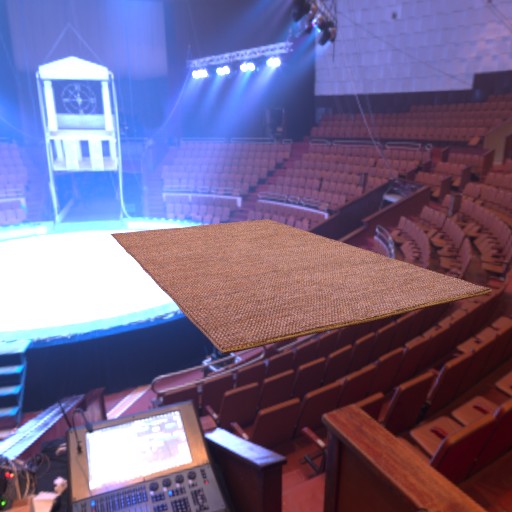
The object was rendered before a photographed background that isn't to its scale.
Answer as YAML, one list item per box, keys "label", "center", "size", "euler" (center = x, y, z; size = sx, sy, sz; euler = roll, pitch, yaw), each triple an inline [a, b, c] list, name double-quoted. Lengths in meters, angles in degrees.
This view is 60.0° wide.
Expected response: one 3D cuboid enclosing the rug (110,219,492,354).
- label: "rug"
  center: [0.000, 0.000, 3.015]
  size: [1.521, 0.034, 2.438]
  euler: [-7, 16, -26]
